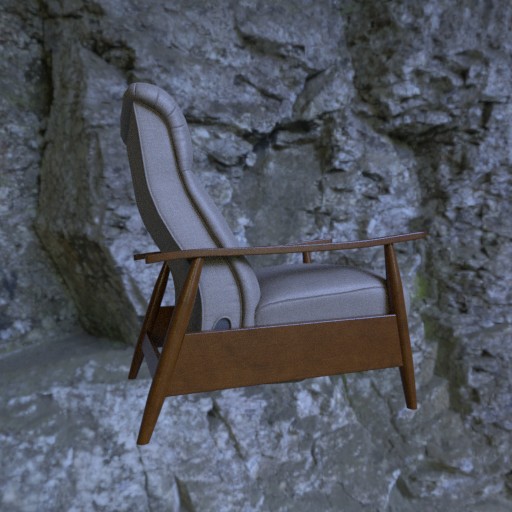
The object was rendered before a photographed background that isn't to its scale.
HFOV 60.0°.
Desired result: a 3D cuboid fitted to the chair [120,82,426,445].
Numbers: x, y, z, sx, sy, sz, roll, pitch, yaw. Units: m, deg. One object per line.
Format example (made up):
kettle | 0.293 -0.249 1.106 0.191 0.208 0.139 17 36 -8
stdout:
chair | 0.000 0.000 1.765 1.032 1.082 0.762 0 0 -18
